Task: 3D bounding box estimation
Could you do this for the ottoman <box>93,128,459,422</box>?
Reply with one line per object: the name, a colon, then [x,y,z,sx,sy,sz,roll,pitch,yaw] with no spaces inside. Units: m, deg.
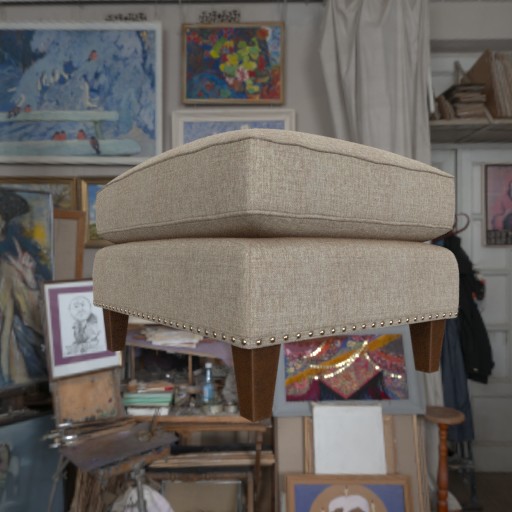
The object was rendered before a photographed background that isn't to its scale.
ottoman: [0.000,0.000,1.100,0.584,0.513,0.741,0,0,-37]
